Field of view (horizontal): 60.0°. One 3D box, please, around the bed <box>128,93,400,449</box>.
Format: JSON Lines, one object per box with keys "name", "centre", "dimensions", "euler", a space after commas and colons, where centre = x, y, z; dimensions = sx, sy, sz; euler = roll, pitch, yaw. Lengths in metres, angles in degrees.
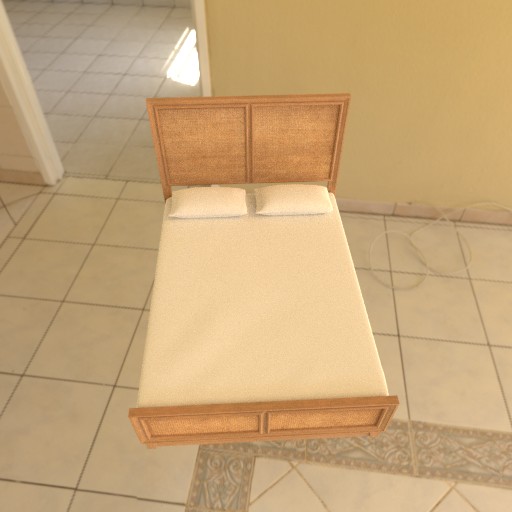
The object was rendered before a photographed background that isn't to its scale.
{"name": "bed", "centre": [0.000, 0.000, 3.244], "dimensions": [1.606, 1.387, 2.184], "euler": [-2, 46, -2]}
